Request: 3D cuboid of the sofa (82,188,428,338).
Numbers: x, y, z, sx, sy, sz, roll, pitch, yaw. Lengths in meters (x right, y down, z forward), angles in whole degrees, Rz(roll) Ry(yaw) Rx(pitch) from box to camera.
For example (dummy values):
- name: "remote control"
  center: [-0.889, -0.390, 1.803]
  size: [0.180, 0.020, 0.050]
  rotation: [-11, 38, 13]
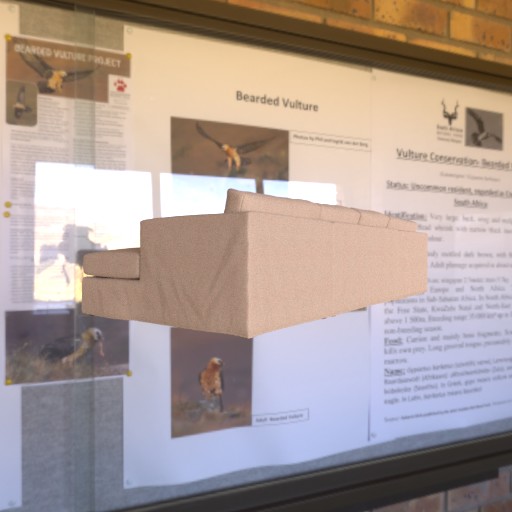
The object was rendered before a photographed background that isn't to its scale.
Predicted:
- name: "sofa"
  center: [0.000, 0.000, 4.481]
  size: [2.427, 0.882, 3.460]
  rotation: [0, 1, 37]
